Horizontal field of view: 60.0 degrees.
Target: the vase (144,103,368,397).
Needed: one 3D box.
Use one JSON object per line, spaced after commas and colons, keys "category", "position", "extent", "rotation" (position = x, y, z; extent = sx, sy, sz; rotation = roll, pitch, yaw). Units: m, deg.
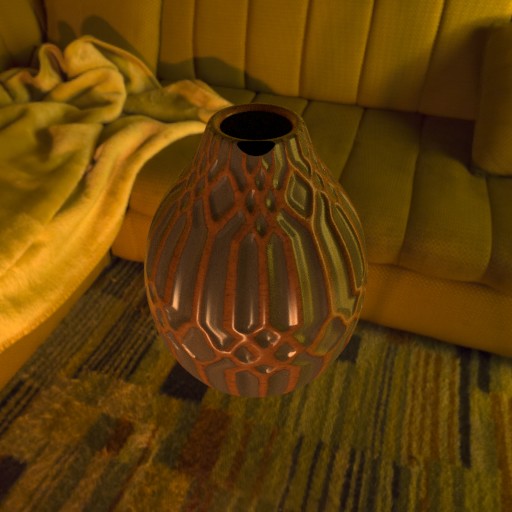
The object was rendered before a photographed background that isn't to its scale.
{"category": "vase", "position": [0.000, 0.000, 0.137], "extent": [0.069, 0.088, 0.069], "rotation": [0, 41, 0]}
